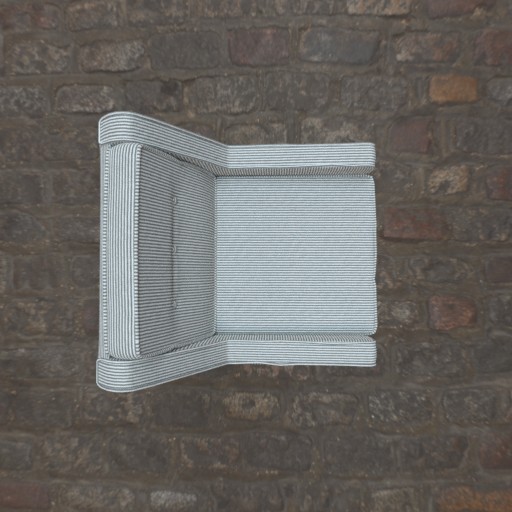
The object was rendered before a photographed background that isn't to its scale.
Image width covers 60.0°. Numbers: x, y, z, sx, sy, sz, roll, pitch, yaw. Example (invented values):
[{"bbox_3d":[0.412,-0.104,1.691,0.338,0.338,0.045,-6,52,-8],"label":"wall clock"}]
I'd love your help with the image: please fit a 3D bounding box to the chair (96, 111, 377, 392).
[{"bbox_3d":[0.000,0.000,1.367,0.743,0.792,0.663,0,89,1],"label":"chair"}]
